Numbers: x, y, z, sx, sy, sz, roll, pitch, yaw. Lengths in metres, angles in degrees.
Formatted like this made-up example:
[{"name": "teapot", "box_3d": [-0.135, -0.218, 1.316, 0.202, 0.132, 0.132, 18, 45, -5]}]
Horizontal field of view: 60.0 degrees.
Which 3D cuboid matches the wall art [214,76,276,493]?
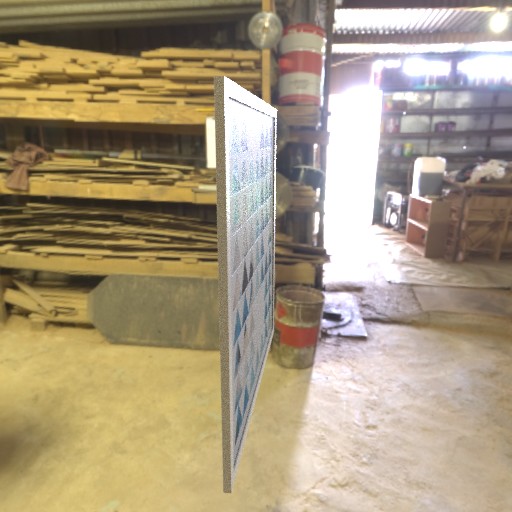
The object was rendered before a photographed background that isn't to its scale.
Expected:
[{"name": "wall art", "box_3d": [0.000, 0.000, 0.830, 0.012, 0.557, 0.557, 2, 15, 8]}]
